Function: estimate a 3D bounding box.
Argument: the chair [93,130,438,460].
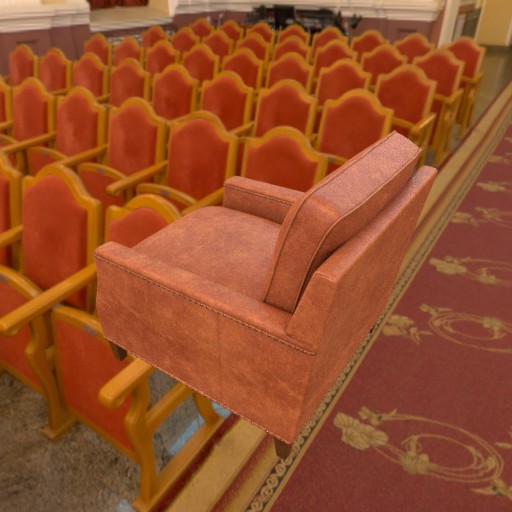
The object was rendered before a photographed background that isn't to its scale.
[{"bbox_3d":[0.000,0.000,1.711,1.014,0.943,0.853,20,37,28],"label":"chair"}]
